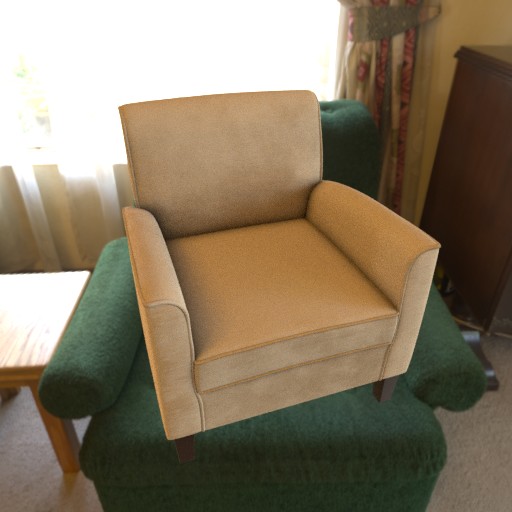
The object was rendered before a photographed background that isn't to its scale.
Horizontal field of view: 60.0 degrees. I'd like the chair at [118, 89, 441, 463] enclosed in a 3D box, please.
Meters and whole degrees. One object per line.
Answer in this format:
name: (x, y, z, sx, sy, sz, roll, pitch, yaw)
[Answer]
chair: (0.000, 0.000, 1.520, 0.820, 0.915, 0.821, -10, 34, -16)
